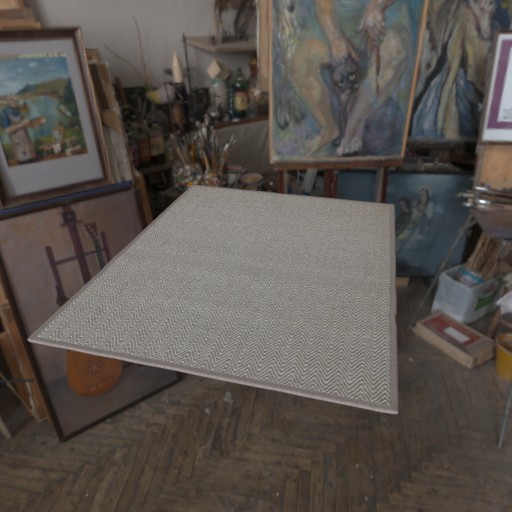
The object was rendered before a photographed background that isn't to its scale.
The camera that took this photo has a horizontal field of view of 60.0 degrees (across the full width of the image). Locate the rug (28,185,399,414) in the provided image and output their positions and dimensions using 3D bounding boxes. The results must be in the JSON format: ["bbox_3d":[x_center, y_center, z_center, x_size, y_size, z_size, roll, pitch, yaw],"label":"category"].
[{"bbox_3d":[0.000,0.000,3.994,2.434,0.032,3.007,8,31,13],"label":"rug"}]
